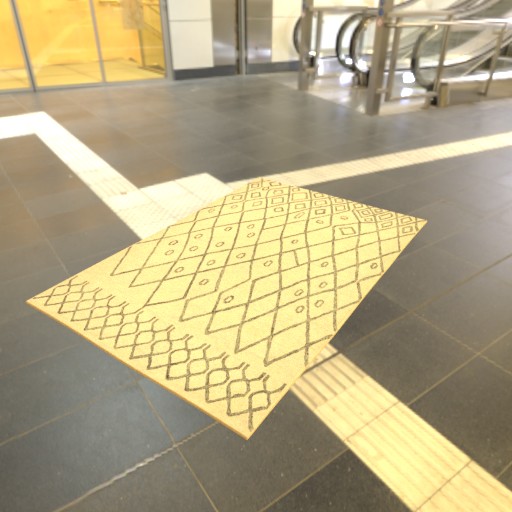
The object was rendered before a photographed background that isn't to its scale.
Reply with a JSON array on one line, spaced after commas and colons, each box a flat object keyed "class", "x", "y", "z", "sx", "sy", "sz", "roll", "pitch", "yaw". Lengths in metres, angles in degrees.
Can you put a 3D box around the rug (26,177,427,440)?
[{"class": "rug", "x": 0.000, "y": 0.000, "z": 2.311, "sx": 1.222, "sy": 0.015, "sz": 1.828, "roll": 20, "pitch": 37, "yaw": 29}]
